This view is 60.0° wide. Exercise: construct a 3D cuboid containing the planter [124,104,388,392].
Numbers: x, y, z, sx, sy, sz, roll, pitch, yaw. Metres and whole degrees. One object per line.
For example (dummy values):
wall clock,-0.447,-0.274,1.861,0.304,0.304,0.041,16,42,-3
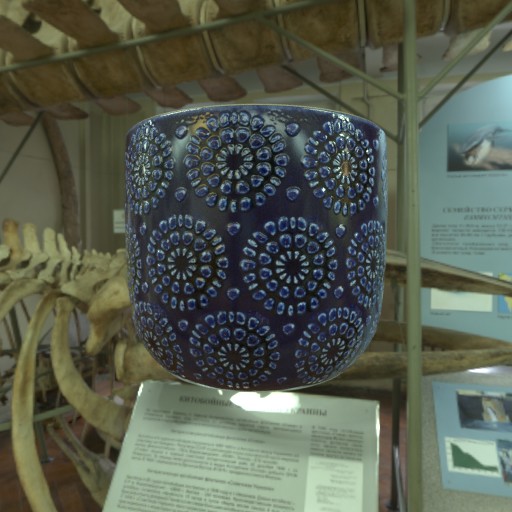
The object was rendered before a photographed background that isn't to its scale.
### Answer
planter,0.000,0.000,0.292,0.165,0.149,0.165,0,1,0
